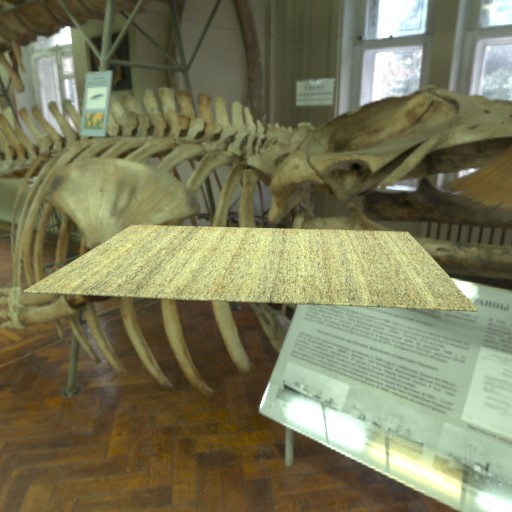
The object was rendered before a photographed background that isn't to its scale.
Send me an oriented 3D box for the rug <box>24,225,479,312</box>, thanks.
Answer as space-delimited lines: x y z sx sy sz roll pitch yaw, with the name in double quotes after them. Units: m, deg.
0.000 0.000 2.364 1.846 0.014 1.243 2 17 6 "rug"
